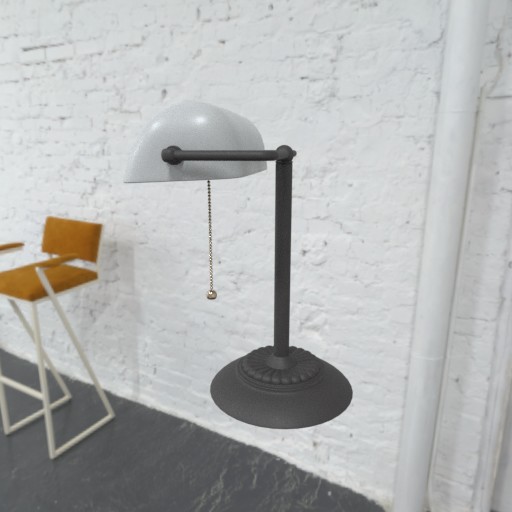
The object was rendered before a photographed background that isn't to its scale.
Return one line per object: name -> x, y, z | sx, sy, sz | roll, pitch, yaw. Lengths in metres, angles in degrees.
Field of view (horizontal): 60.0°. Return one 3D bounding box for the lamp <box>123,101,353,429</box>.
lamp -> 0.000, 0.000, 0.529 | 0.243, 0.339, 0.264 | 2, 14, 9
